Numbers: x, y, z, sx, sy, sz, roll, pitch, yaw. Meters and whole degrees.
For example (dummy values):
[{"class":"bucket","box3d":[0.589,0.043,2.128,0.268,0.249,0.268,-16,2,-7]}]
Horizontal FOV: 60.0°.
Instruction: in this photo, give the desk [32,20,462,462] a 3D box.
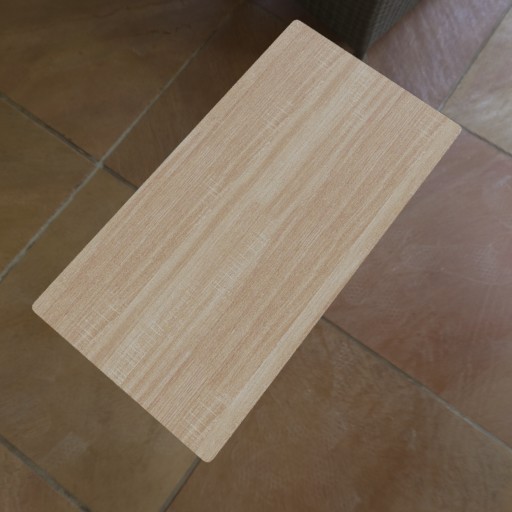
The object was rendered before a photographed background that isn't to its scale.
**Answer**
[{"class":"desk","box3d":[0.000,0.000,1.312,0.480,0.770,0.884,38,79,9]}]
